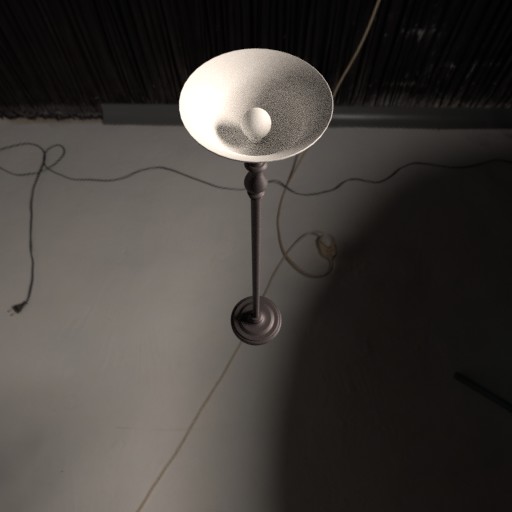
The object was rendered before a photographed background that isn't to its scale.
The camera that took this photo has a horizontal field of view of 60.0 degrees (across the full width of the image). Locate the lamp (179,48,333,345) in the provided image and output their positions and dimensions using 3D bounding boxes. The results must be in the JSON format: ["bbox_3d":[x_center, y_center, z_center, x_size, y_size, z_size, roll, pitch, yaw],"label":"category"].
[{"bbox_3d":[0.000,0.000,1.966,0.405,1.797,0.405,0,63,0],"label":"lamp"}]
